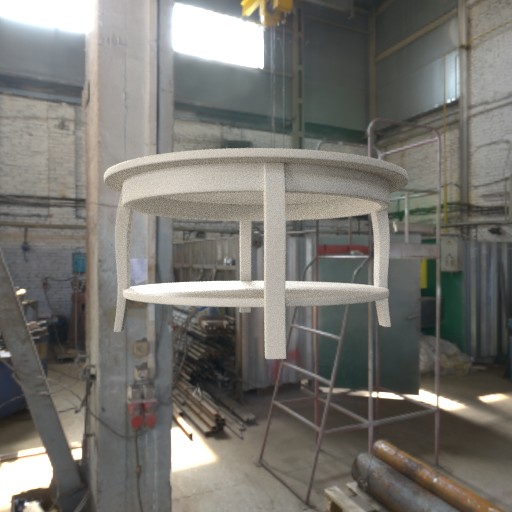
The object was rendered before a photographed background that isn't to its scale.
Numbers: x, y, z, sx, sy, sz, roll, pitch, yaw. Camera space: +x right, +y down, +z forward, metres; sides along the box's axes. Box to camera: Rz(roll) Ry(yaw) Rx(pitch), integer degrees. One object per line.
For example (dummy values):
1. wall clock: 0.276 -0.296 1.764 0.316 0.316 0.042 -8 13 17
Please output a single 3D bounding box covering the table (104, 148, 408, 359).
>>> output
1. table: 0.000 0.000 1.401 0.910 0.457 0.910 0 0 0
